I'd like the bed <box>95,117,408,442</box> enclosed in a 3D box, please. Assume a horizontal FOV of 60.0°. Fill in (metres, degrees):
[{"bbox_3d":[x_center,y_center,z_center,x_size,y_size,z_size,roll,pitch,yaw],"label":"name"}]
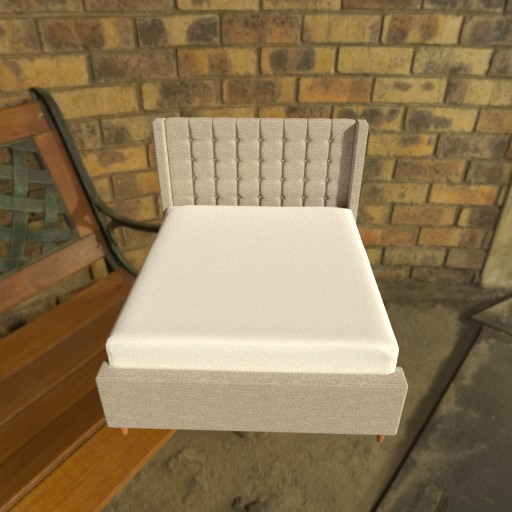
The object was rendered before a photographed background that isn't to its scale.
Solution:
[{"bbox_3d":[0.000,0.000,3.758,2.044,1.748,2.372,1,31,2],"label":"bed"}]
